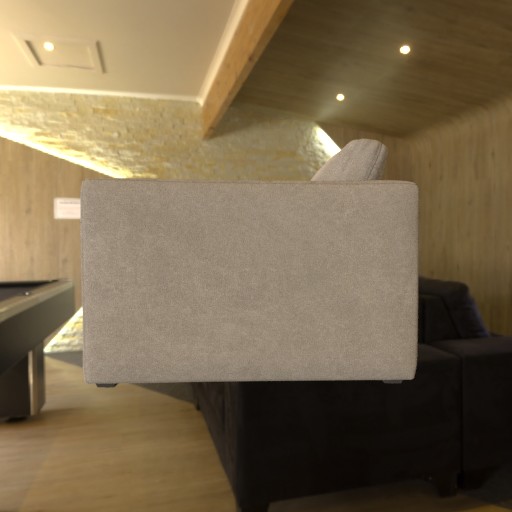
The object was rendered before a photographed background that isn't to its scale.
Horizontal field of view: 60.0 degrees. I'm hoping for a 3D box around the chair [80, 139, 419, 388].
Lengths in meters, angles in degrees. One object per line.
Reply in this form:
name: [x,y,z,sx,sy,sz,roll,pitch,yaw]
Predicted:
chair: [0.000,0.000,1.930,1.091,0.845,1.190,0,1,1]
